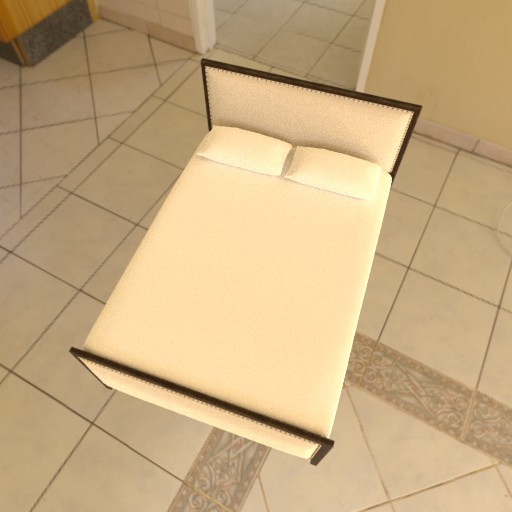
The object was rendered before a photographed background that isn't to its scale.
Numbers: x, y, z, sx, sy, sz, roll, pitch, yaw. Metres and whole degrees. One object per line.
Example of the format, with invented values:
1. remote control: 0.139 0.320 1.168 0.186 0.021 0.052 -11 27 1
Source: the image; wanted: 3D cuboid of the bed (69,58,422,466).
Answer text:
1. bed: 0.000 0.000 3.127 1.607 1.313 2.221 16 59 10
